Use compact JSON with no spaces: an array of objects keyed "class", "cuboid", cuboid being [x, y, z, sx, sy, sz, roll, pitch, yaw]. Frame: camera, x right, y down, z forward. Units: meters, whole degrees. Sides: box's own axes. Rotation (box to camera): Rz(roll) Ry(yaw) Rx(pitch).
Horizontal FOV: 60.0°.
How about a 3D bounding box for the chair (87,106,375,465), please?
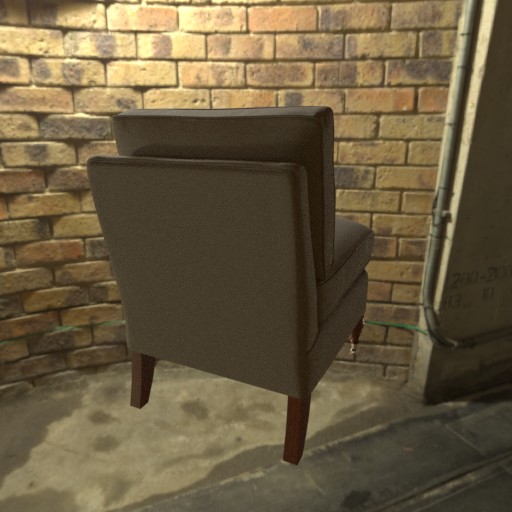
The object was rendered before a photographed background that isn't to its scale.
[{"class":"chair","cuboid":[0.000,0.000,1.666,0.724,1.045,0.924,8,18,26]}]
